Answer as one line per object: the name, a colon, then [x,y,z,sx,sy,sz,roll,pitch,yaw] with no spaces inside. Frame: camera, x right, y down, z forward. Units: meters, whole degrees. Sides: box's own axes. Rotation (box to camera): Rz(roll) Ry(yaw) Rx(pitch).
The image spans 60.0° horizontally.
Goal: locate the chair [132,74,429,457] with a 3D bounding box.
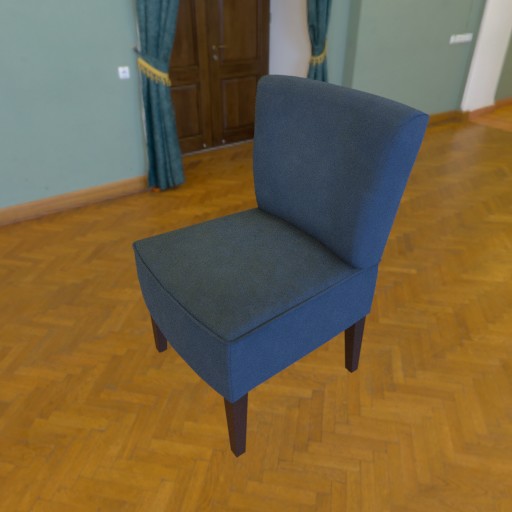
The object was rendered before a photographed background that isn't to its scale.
chair: [0.000,0.000,1.181,0.551,0.806,0.521,-21,38,-29]
